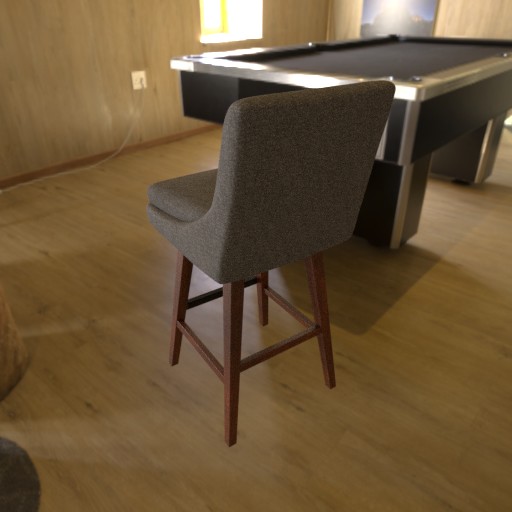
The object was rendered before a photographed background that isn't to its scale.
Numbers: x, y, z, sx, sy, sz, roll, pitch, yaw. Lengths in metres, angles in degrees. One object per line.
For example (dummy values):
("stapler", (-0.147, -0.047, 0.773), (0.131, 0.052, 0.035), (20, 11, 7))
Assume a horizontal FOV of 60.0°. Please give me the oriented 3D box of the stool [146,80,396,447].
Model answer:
("stool", (0.000, 0.000, 1.383), (0.489, 1.068, 0.572), (-19, 35, -29))
